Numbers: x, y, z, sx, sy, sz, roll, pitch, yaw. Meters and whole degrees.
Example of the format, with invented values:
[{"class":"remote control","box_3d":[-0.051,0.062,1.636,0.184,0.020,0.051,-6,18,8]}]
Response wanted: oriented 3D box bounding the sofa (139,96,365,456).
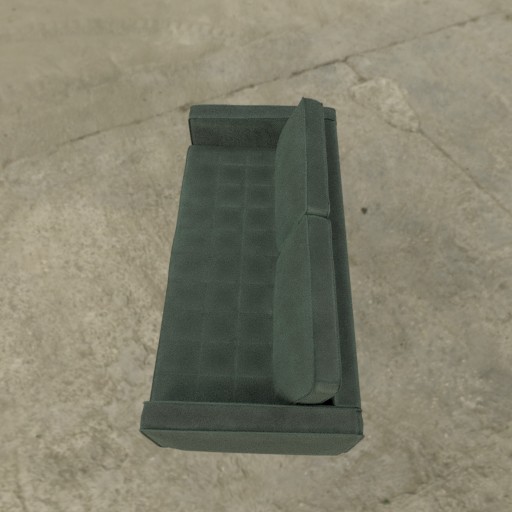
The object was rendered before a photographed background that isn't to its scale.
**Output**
[{"class":"sofa","box_3d":[0.000,0.000,2.272,0.886,0.781,1.816,2,59,1]}]
